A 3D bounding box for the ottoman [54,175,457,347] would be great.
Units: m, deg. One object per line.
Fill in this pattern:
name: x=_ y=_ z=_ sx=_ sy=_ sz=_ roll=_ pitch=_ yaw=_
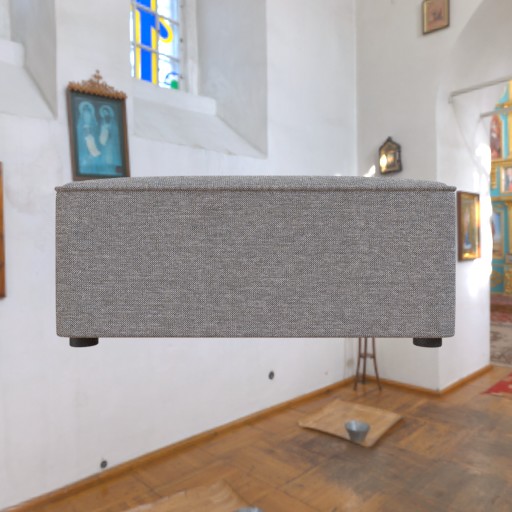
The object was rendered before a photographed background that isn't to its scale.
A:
ottoman: x=0.000 y=0.000 z=1.571 sx=1.005 sy=0.455 sz=1.005 roll=0 pitch=0 yaw=0
